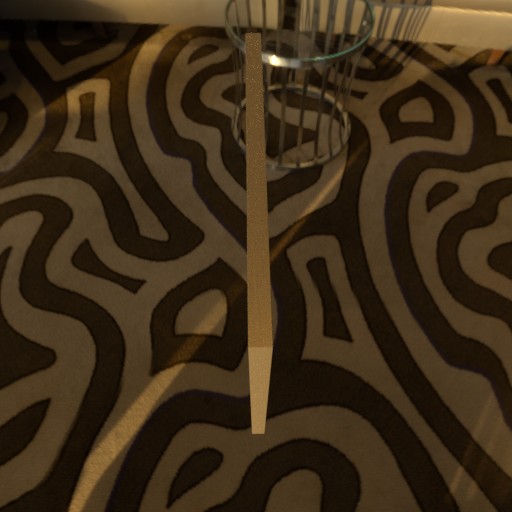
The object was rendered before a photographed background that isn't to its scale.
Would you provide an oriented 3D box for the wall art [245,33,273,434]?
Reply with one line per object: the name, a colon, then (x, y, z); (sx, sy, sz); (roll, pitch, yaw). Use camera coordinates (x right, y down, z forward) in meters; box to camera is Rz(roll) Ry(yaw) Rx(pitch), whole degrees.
wall art: (0.000, 0.000, 1.177); (0.036, 0.765, 0.767); (-1, 59, -1)
